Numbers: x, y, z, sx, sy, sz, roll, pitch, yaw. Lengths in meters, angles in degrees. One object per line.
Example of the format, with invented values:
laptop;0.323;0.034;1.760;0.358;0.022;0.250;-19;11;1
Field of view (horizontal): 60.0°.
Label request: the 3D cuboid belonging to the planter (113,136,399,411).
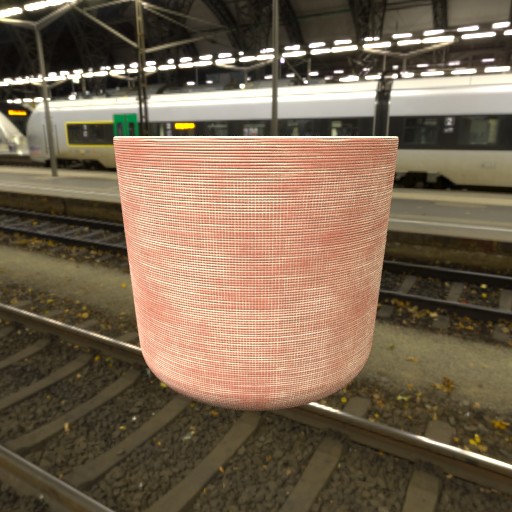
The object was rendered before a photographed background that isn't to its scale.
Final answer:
planter;0.000;0.000;0.767;0.440;0.398;0.440;0;15;0
